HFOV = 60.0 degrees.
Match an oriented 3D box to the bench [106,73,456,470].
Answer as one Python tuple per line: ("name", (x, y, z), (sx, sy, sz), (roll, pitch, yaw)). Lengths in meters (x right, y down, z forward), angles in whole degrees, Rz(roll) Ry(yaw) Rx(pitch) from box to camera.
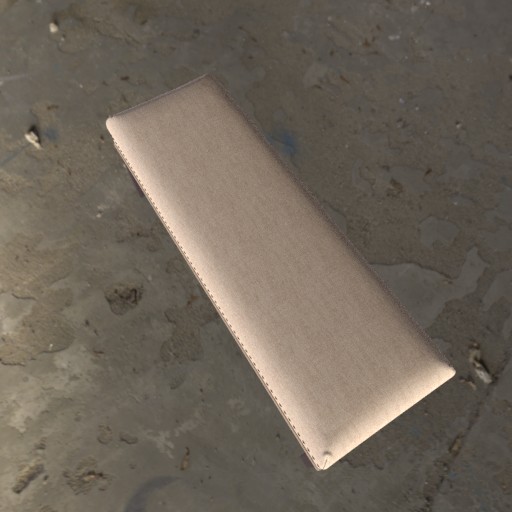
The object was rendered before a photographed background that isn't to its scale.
("bench", (0.000, 0.000, 1.424), (0.410, 0.457, 1.219), (-29, 67, -14))
